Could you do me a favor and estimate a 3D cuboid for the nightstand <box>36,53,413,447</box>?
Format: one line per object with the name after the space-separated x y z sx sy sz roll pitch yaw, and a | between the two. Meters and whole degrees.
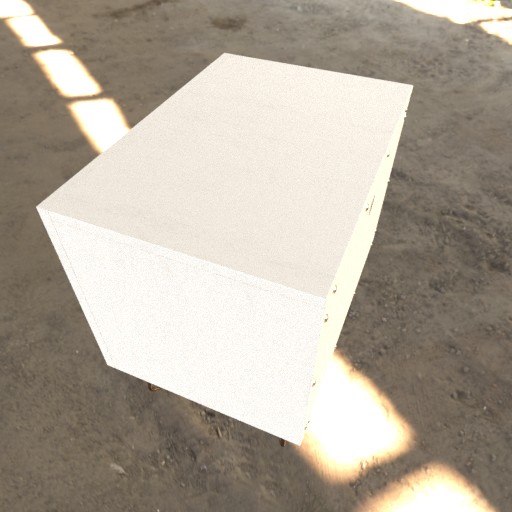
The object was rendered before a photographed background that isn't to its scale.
0.000 0.000 0.989 0.447 0.604 0.614 17 48 16 | nightstand
